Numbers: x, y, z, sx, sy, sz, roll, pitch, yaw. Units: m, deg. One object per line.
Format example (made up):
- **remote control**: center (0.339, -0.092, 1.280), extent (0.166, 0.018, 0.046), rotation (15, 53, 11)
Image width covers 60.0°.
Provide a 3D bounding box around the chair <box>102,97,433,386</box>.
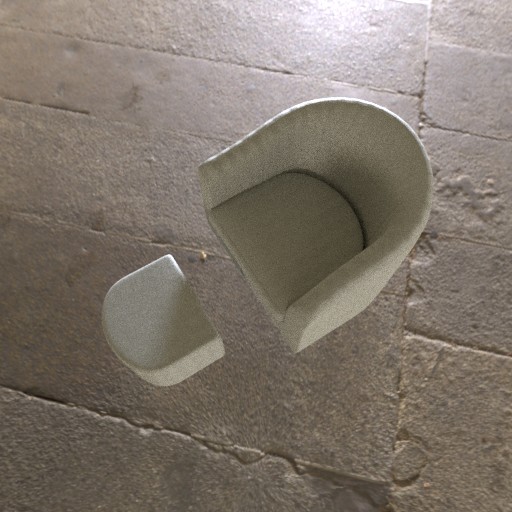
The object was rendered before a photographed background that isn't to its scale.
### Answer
- **chair**: center (0.000, 0.000, 1.757), extent (1.288, 0.757, 0.756), rotation (-29, 67, -14)
